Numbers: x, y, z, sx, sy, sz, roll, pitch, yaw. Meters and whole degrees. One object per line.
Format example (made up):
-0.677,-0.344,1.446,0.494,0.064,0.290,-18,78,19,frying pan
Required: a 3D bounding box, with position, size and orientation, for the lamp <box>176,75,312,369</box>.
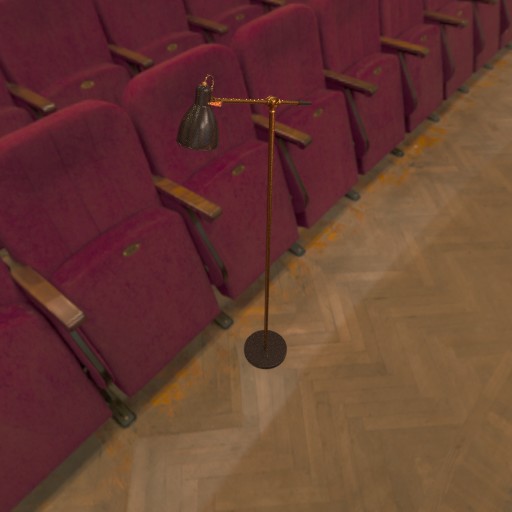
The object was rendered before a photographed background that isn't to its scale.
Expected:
0.000,0.000,1.813,0.235,1.628,0.618,30,53,26,lamp
